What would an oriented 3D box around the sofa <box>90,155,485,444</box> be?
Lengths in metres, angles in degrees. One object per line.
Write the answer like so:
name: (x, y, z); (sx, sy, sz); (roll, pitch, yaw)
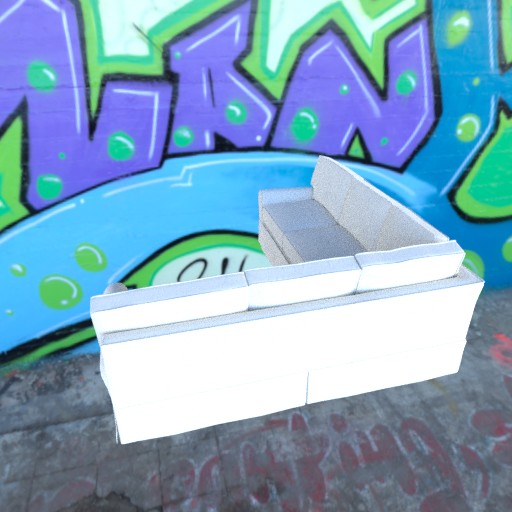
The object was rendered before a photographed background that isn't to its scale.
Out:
sofa: (0.000, 0.000, 3.982); (2.597, 1.070, 2.591); (-7, 30, -13)
